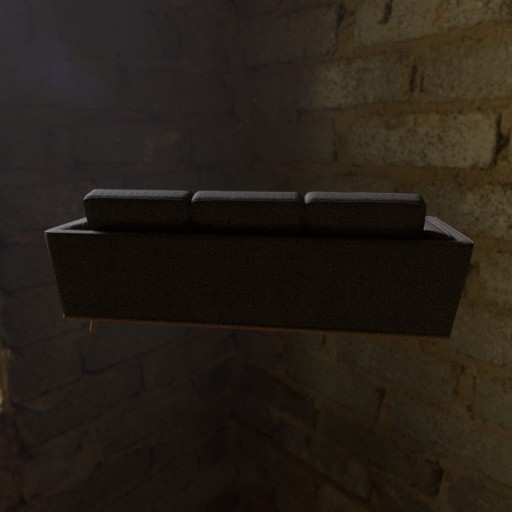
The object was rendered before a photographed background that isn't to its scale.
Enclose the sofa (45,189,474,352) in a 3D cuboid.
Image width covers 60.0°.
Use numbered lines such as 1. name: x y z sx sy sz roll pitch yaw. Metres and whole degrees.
1. sofa: 0.000 0.000 2.835 2.362 0.899 0.903 2 15 7
